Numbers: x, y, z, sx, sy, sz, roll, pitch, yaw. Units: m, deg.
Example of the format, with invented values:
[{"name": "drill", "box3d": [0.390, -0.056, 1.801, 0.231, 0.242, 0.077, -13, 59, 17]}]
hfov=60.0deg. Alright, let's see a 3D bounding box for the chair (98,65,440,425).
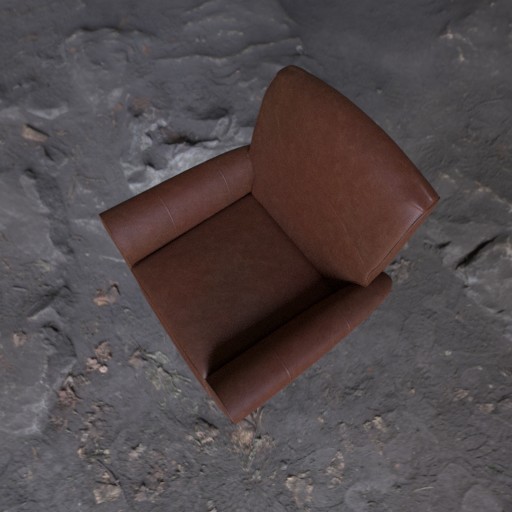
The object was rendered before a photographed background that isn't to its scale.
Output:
[{"name": "chair", "box3d": [0.000, 0.000, 1.787, 0.902, 1.061, 0.978, -32, 67, -15]}]
